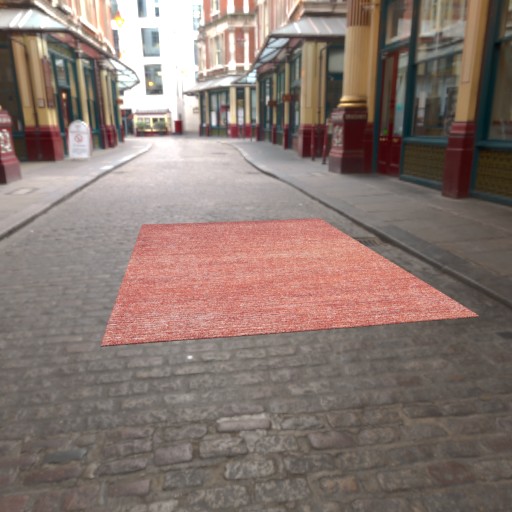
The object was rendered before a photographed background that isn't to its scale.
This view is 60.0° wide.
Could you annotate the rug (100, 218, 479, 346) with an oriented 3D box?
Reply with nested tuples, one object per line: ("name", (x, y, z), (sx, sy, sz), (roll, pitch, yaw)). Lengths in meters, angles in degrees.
("rug", (0.000, 0.000, 5.052), (2.803, 0.025, 3.965), (-3, 16, -10))
